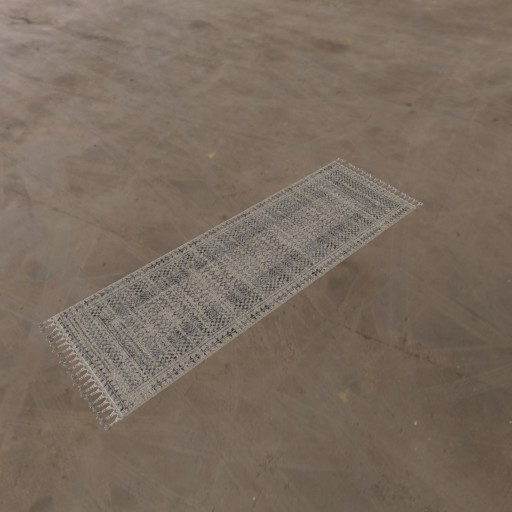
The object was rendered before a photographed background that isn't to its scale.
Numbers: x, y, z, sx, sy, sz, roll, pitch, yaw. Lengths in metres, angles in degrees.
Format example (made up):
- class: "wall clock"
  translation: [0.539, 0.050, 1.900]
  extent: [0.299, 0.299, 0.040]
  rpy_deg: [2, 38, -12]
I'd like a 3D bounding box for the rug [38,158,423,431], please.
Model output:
- class: "rug"
  translation: [0.000, 0.000, 2.751]
  extent: [2.480, 0.013, 0.786]
  rpy_deg: [-32, 53, -28]
